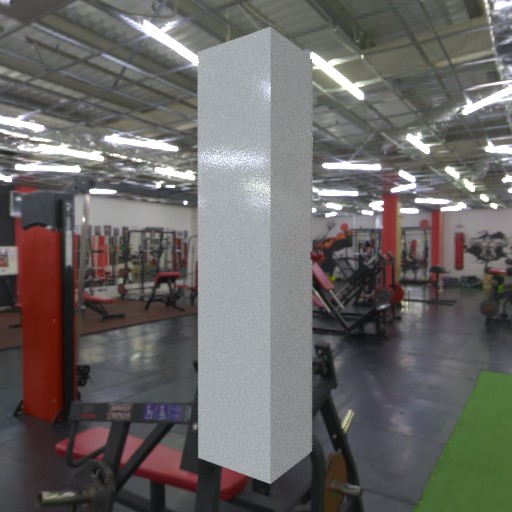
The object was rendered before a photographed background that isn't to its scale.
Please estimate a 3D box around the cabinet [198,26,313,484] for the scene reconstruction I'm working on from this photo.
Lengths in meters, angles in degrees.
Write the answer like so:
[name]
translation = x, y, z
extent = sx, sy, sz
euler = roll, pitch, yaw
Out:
[cabinet]
translation = 0.000, 0.000, 1.554
extent = 0.300, 1.400, 0.270
euler = 1, 1, 35
